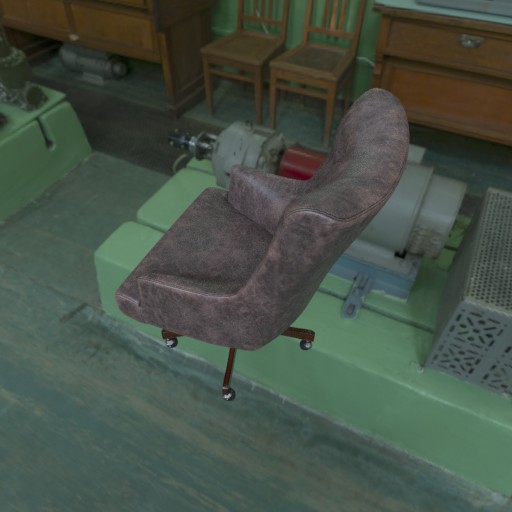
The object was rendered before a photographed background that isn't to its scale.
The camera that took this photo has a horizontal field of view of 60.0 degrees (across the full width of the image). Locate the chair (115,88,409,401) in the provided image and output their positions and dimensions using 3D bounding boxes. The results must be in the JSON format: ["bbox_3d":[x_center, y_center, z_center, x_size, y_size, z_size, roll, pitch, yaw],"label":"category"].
[{"bbox_3d":[0.000,0.000,1.490,0.762,1.035,0.641,19,50,17],"label":"chair"}]
